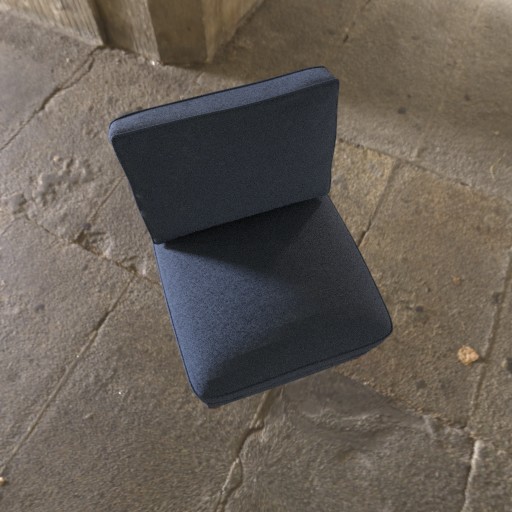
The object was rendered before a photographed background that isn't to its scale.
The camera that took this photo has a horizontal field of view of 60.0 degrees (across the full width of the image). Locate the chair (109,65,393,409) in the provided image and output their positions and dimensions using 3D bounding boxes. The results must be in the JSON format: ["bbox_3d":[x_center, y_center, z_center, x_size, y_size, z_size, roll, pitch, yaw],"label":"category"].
[{"bbox_3d":[0.000,0.000,1.651,0.724,1.052,0.912,-17,65,-8],"label":"chair"}]
